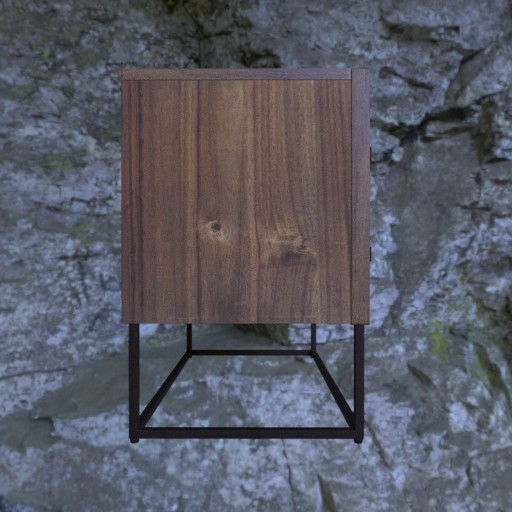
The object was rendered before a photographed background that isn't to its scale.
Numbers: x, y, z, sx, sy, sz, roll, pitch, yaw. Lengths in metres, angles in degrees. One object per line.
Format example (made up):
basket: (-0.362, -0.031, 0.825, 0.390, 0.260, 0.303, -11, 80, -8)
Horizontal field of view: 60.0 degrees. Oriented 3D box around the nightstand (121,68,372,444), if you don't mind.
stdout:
nightstand: (0.000, 0.000, 1.021, 0.437, 0.610, 0.610, 0, 0, 0)
